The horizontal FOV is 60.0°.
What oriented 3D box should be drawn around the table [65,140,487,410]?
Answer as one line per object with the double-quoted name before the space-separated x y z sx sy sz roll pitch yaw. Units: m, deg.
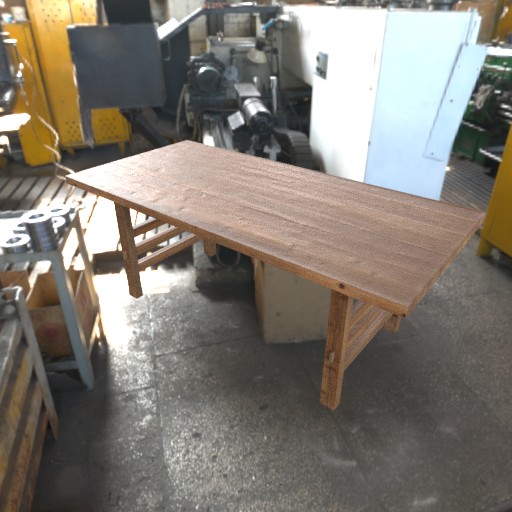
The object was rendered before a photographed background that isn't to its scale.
"table" 0.000 0.000 2.479 2.003 0.760 0.952 22 36 33
